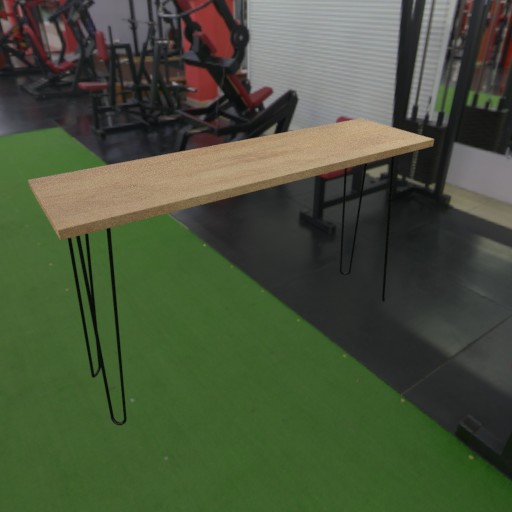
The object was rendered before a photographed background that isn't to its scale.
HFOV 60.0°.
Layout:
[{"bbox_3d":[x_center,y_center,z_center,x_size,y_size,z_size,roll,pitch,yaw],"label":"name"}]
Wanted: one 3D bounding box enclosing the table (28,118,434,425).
[{"bbox_3d":[0.000,0.000,1.740,1.400,0.799,0.399,-19,35,-28],"label":"table"}]
